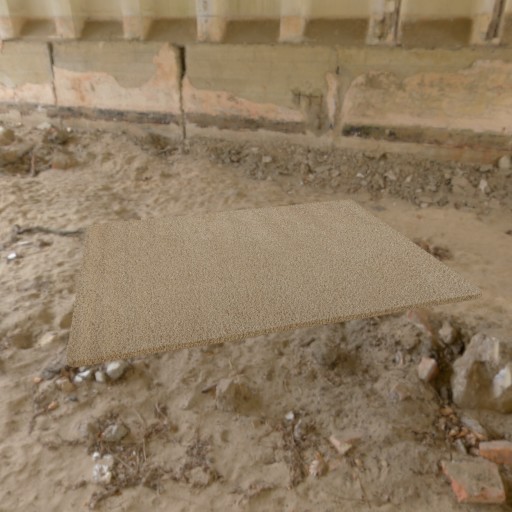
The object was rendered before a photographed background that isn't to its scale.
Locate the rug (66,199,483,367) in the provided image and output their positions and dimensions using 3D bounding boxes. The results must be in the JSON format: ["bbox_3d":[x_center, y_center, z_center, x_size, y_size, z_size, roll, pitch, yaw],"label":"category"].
[{"bbox_3d":[0.000,0.000,2.119,1.600,0.025,1.199,-7,27,-14],"label":"rug"}]
